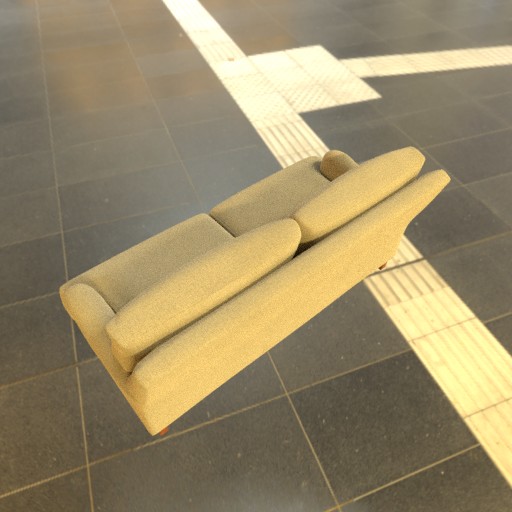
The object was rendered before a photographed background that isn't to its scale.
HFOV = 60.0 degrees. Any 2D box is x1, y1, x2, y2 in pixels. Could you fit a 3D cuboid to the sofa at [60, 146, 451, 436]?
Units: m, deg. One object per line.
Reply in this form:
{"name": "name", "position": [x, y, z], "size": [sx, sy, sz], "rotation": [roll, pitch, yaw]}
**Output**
{"name": "sofa", "position": [0.000, 0.000, 2.632], "size": [2.070, 0.997, 1.091], "rotation": [-31, 54, -27]}
